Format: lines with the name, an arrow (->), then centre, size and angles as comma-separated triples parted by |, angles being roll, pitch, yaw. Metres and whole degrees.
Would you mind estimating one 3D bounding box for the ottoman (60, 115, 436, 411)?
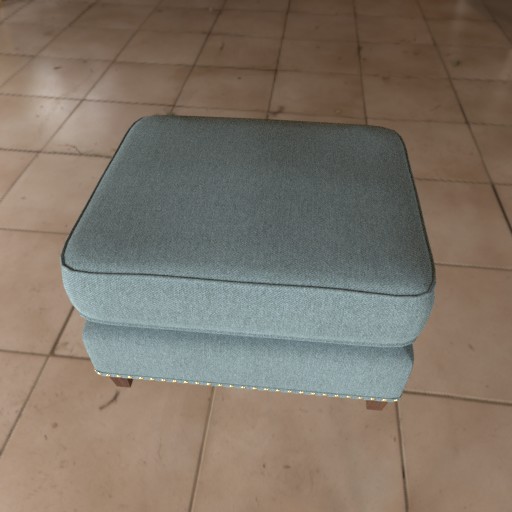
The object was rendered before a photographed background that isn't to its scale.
ottoman -> 0.000, 0.000, 1.127 | 0.738, 0.537, 0.589 | 4, 47, 4
